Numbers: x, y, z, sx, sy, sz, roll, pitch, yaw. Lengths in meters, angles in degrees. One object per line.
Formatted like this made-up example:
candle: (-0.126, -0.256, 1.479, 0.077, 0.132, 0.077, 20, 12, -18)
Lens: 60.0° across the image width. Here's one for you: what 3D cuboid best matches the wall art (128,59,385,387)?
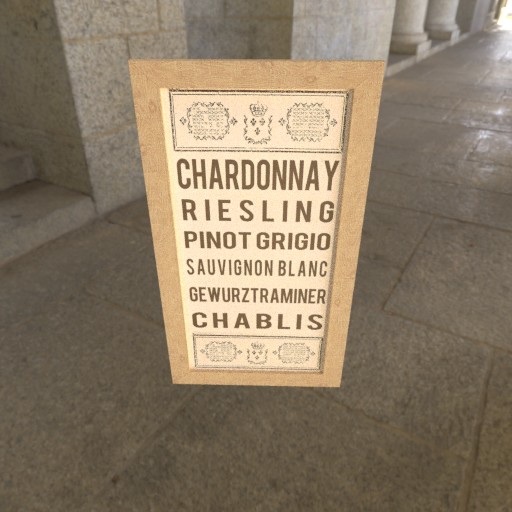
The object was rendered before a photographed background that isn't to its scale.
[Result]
wall art: (0.000, 0.000, 0.838, 0.381, 0.683, 0.013, 1, 31, 1)
